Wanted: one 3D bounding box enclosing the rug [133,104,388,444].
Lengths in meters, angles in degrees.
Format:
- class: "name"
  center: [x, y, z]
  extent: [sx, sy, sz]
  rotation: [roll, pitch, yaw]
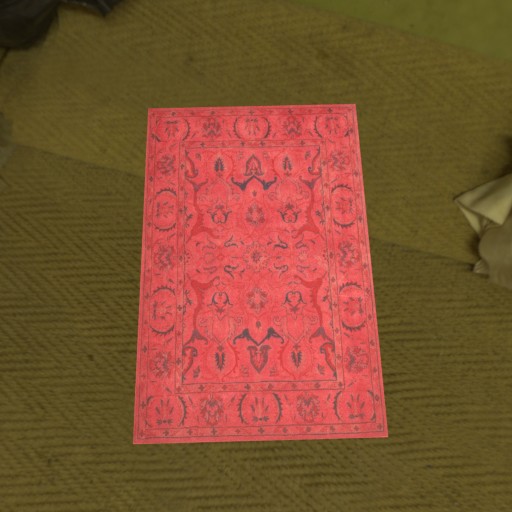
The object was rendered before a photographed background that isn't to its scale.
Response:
- class: "rug"
  center: [0.000, 0.000, 2.341]
  extent: [1.209, 0.008, 1.814]
  rotation: [-1, 74, 0]
